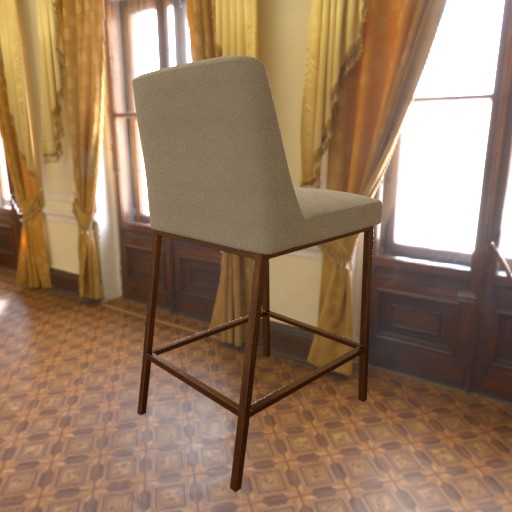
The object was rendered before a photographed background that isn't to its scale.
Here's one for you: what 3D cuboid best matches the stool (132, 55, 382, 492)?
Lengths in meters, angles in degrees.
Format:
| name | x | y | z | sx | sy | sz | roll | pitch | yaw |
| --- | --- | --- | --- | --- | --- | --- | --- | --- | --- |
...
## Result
| name | x | y | z | sx | sy | sz | roll | pitch | yaw |
| --- | --- | --- | --- | --- | --- | --- | --- | --- | --- |
| stool | 0.000 | 0.000 | 1.283 | 0.576 | 0.973 | 0.507 | -13 | 19 | -43 |
